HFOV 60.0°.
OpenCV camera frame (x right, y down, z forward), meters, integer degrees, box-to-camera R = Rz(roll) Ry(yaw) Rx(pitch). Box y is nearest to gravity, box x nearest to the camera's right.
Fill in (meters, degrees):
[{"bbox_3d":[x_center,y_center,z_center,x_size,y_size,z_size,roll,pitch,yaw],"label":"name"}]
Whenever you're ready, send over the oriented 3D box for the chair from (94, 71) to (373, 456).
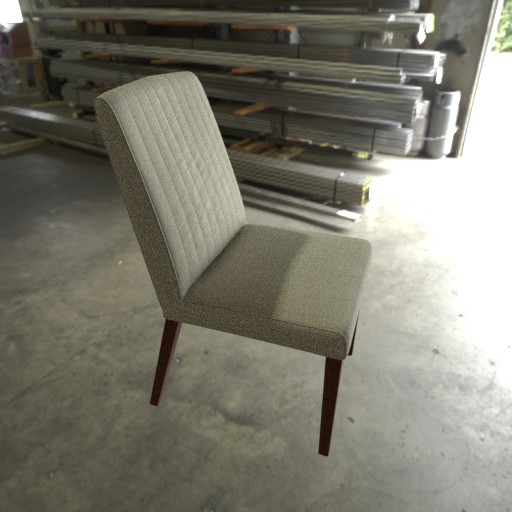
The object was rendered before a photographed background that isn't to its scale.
[{"bbox_3d":[0.000,0.000,1.220,0.594,0.900,0.480,10,31,17],"label":"chair"}]
